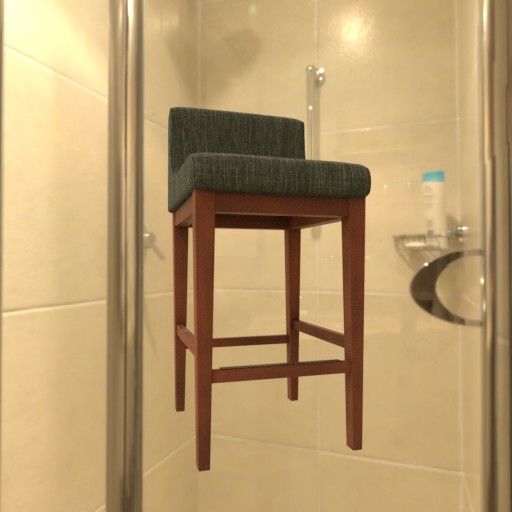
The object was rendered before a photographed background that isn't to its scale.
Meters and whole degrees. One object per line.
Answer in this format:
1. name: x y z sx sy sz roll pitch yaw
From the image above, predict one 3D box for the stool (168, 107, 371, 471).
1. stool: 0.000 0.000 1.101 0.395 0.835 0.459 0 -1 -17
